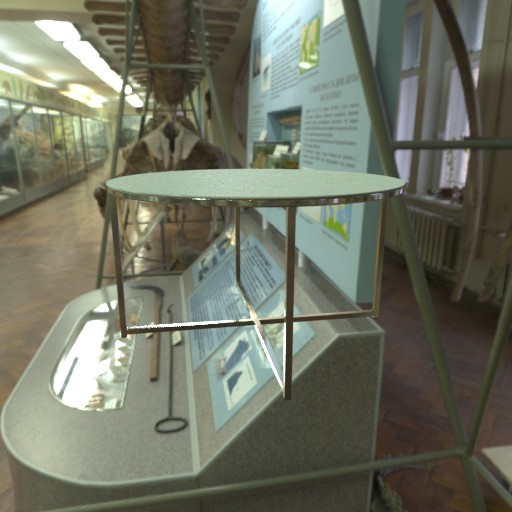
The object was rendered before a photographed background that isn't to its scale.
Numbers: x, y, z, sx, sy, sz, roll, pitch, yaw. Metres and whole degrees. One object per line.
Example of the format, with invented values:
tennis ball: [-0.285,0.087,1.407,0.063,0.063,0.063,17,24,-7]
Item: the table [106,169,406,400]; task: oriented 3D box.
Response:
table: [0.000,0.000,1.303,0.800,0.450,0.800,0,15,0]
